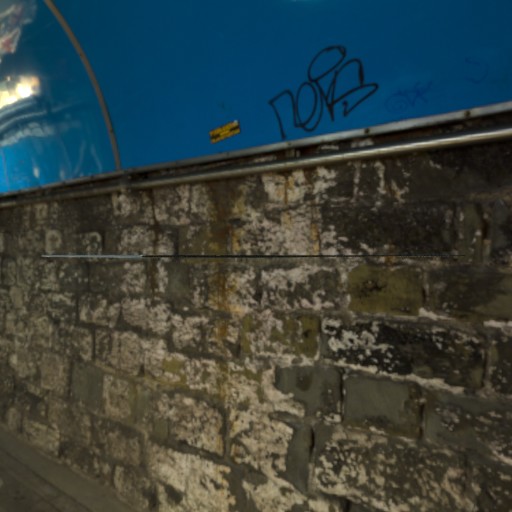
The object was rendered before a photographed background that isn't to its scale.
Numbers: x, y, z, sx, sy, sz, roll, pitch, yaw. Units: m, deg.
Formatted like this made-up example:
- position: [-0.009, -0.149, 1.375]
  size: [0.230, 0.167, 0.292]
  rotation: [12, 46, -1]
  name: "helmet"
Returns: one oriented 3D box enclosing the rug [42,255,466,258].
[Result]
- position: [0.000, 0.000, 4.307]
  size: [3.342, 0.018, 2.432]
  rotation: [0, 0, -37]
  name: "rug"
